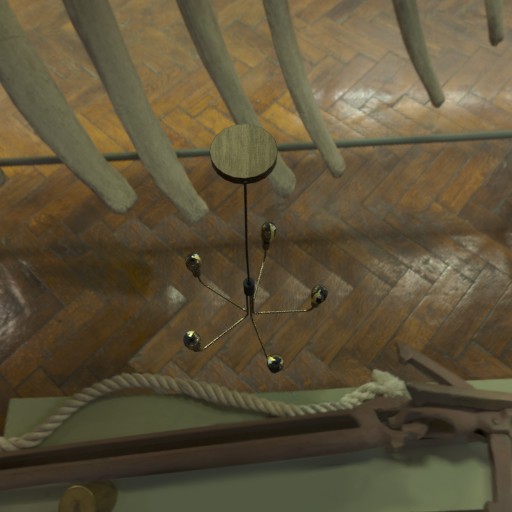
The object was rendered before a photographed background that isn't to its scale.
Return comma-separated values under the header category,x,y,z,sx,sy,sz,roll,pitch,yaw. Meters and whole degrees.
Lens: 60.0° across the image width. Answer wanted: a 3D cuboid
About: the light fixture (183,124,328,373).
category,x,y,z,sx,sy,sz,roll,pitch,yaw
light fixture,0.000,0.000,1.363,0.532,1.059,0.588,-3,65,-1
